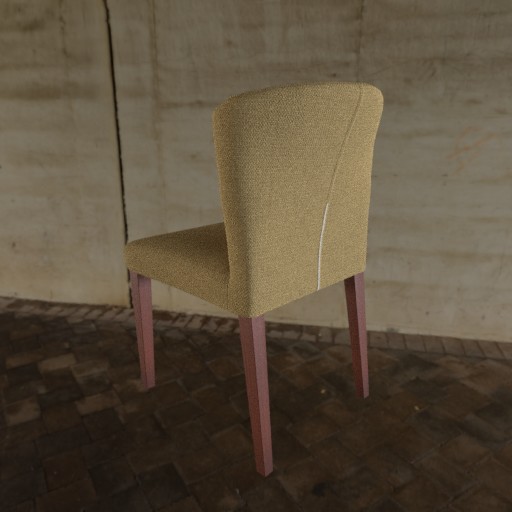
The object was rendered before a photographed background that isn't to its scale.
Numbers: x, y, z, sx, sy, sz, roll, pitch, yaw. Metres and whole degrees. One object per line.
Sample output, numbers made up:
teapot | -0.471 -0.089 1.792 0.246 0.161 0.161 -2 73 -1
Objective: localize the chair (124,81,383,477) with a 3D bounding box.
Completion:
chair | 0.000 0.000 1.187 0.589 0.839 0.491 16 23 42
